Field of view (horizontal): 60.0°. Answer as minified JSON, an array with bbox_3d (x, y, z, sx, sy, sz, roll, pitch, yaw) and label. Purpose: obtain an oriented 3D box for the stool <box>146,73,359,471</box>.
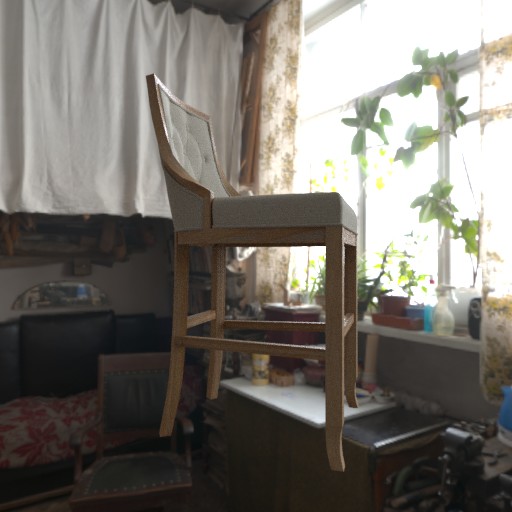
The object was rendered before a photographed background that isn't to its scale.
[{"bbox_3d":[0.000,0.000,1.465,0.626,1.101,0.524,0,0,17],"label":"stool"}]
